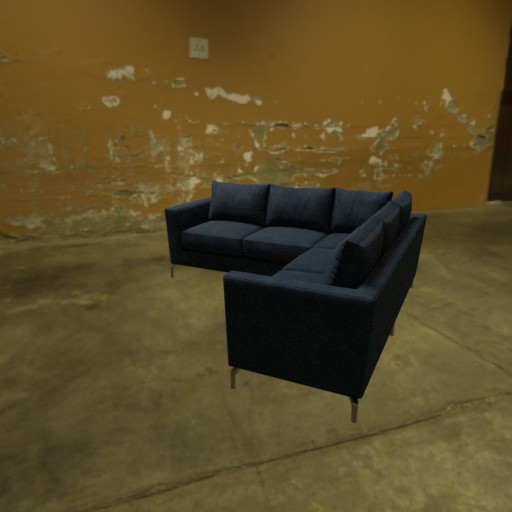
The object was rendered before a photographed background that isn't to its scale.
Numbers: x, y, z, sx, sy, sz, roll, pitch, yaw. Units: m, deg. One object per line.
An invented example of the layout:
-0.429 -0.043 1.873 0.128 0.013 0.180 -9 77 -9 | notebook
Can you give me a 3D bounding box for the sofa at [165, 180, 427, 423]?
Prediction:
0.000 0.000 3.791 2.472 0.988 2.463 8 18 25 | sofa
